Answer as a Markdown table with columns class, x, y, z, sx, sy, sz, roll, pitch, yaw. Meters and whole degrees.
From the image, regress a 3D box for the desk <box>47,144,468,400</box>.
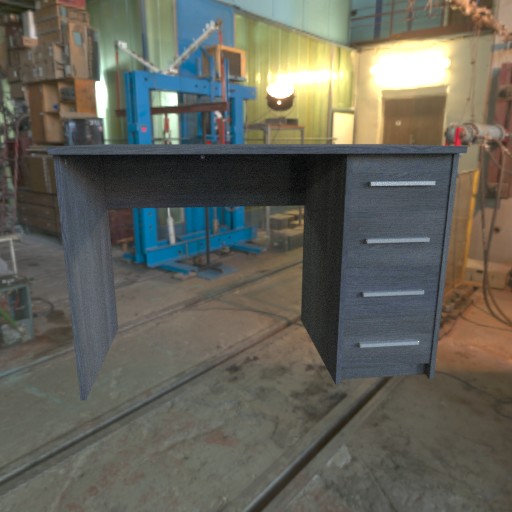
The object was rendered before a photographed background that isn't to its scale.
| class | x | y | z | sx | sy | sz | roll | pitch | yaw |
| --- | --- | --- | --- | --- | --- | --- | --- | --- | --- |
| desk | 0.000 | 0.000 | 1.505 | 1.096 | 0.730 | 0.560 | -2 | 15 | -6 |
